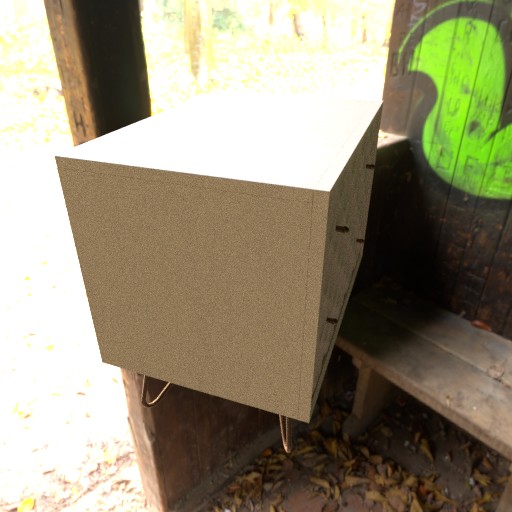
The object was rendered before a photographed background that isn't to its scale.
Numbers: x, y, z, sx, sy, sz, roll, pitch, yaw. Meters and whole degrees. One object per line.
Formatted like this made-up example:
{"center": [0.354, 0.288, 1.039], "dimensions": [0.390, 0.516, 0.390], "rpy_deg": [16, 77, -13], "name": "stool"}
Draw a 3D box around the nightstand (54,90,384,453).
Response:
{"center": [0.000, 0.000, 1.019], "dimensions": [0.447, 0.604, 0.614], "rpy_deg": [10, 32, 17], "name": "nightstand"}
